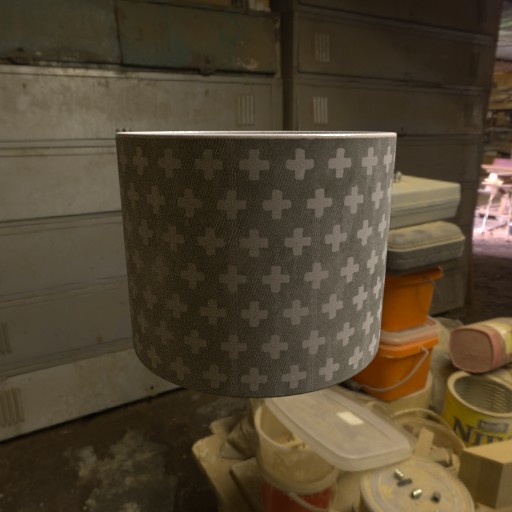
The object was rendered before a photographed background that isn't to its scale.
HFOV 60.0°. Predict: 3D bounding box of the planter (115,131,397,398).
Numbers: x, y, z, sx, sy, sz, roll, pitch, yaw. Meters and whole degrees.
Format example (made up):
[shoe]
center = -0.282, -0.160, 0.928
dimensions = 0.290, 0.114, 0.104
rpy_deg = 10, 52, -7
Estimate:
[planter]
center = 0.000, 0.000, 0.337
dimensions = 0.190, 0.181, 0.190
rpy_deg = 0, 16, 0
